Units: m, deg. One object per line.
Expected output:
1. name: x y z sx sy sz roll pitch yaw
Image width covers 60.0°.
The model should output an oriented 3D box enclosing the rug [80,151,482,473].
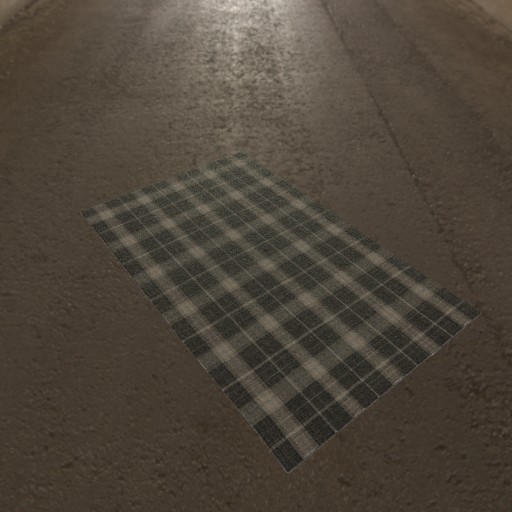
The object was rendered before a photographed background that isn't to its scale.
1. rug: 0.000 0.000 3.001 1.520 0.015 2.434 -27 49 -27
